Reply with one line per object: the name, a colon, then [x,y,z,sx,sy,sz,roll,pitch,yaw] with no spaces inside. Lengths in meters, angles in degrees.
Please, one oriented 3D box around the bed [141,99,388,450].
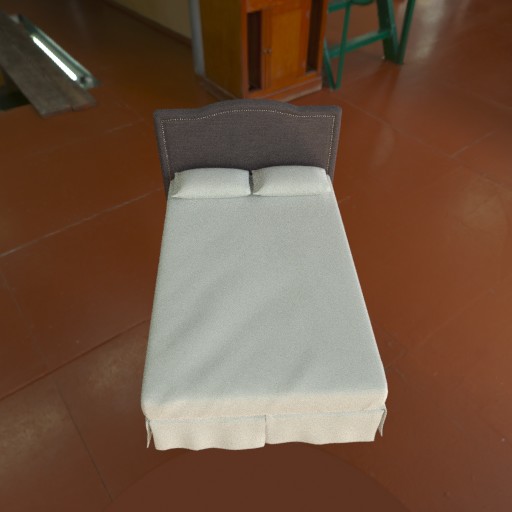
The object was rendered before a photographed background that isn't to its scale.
bed: [0.000,0.000,3.558,1.741,1.441,2.507,-2,46,-2]
